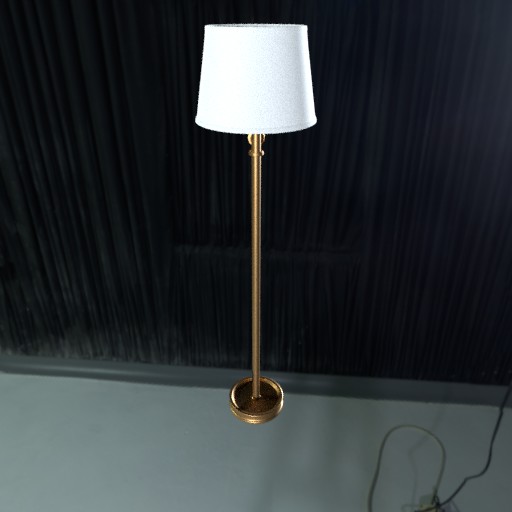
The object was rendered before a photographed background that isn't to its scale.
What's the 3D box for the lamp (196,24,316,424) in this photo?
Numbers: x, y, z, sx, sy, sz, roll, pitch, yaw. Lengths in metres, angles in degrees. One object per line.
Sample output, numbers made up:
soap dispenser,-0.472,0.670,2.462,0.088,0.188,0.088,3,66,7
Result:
lamp,0.000,0.000,0.769,0.178,0.710,0.178,0,29,0
